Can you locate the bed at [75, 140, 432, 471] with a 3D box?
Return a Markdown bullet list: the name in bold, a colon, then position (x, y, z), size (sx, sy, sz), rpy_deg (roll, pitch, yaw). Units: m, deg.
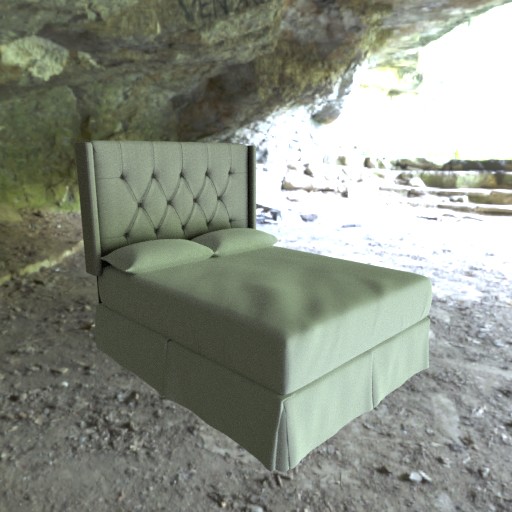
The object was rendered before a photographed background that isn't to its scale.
- **bed**: position (0.000, 0.000, 3.260), size (1.719, 1.665, 2.066), rpy_deg (-12, 18, -43)
